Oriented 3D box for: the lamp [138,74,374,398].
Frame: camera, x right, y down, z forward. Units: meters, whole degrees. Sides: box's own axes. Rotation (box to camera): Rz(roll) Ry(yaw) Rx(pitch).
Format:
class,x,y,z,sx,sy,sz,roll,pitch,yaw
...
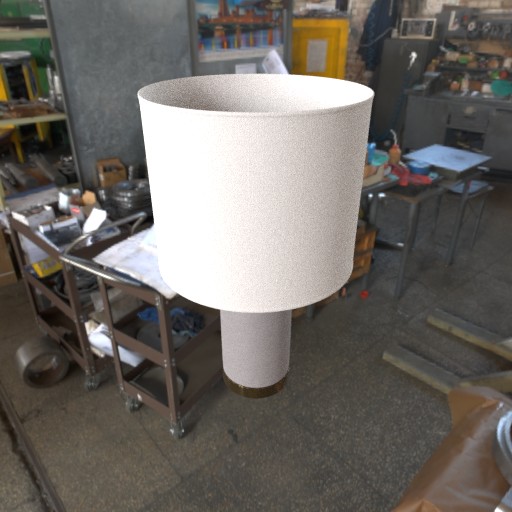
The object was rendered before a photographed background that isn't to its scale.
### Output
class,x,y,z,sx,sy,sz,roll,pitch,yaw
lamp,0.000,0.000,0.532,0.229,0.380,0.229,0,29,0
